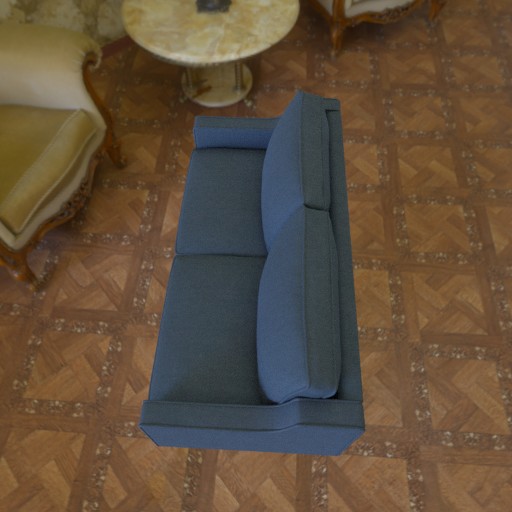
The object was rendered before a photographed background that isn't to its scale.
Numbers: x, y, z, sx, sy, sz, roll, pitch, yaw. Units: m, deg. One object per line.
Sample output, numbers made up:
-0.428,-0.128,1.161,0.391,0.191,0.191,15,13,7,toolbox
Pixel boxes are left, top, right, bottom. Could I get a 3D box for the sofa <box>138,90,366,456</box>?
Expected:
0.000,0.000,2.795,1.066,1.071,2.178,2,58,2,sofa
